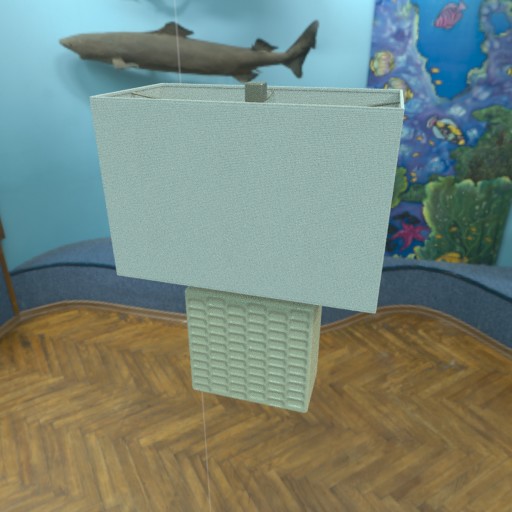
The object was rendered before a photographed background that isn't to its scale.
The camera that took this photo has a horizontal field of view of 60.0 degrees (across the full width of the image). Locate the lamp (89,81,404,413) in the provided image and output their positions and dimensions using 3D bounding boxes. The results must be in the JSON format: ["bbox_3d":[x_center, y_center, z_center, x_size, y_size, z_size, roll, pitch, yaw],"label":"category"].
[{"bbox_3d":[0.000,0.000,0.703,0.380,0.515,0.200,7,27,14],"label":"lamp"}]
